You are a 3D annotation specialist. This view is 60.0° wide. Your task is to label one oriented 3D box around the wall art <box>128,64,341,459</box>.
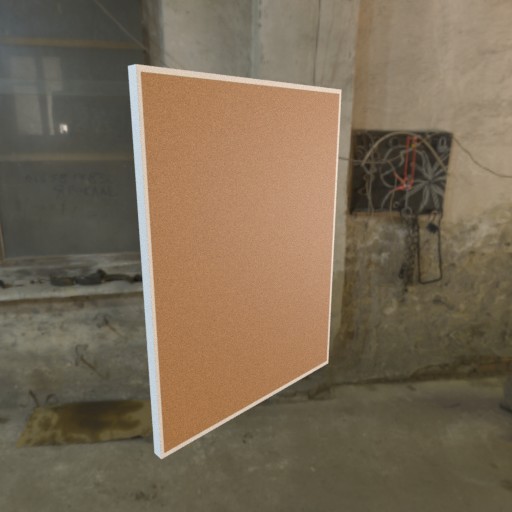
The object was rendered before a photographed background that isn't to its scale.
[{"bbox_3d":[0.000,0.000,1.414,0.795,1.050,0.039,-14,21,-43],"label":"wall art"}]
